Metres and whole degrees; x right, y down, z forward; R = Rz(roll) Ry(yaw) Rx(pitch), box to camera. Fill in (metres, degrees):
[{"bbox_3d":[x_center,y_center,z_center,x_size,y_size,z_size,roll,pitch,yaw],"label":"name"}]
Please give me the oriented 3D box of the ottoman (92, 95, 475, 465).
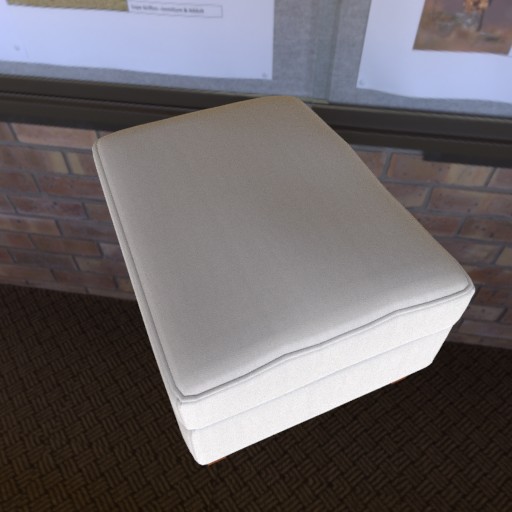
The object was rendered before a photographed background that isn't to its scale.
[{"bbox_3d":[0.000,0.000,1.165,0.634,0.496,0.818,-18,51,-15],"label":"ottoman"}]
